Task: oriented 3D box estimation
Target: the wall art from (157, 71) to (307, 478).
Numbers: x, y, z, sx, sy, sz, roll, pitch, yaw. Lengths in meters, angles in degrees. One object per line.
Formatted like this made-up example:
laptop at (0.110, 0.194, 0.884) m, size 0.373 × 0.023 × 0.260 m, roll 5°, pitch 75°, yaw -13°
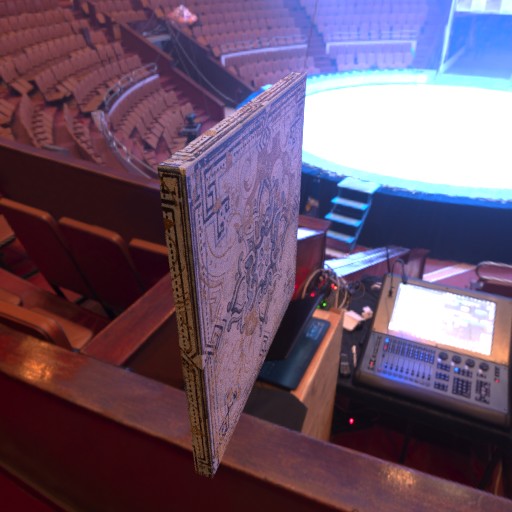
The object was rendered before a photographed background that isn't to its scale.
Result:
wall art at (0.000, 0.000, 0.908) m, size 0.036 × 0.607 × 0.609 m, roll 10°, pitch 34°, yaw 16°
